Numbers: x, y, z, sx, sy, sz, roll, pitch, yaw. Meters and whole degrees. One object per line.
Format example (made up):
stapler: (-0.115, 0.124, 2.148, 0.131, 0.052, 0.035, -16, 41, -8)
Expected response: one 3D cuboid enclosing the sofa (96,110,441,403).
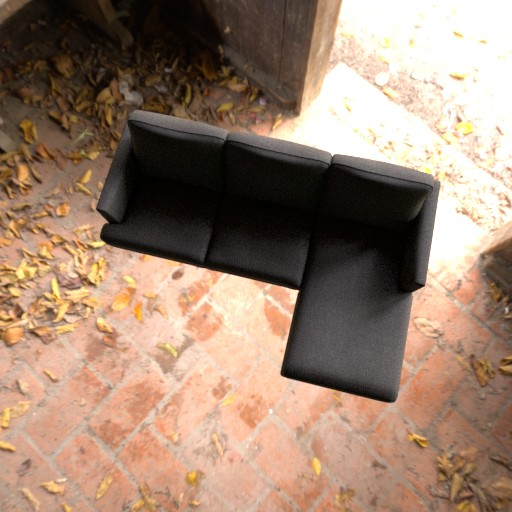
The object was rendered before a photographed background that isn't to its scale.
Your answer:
sofa: (0.000, 0.000, 3.092, 2.233, 0.956, 1.504, 13, 76, 3)
